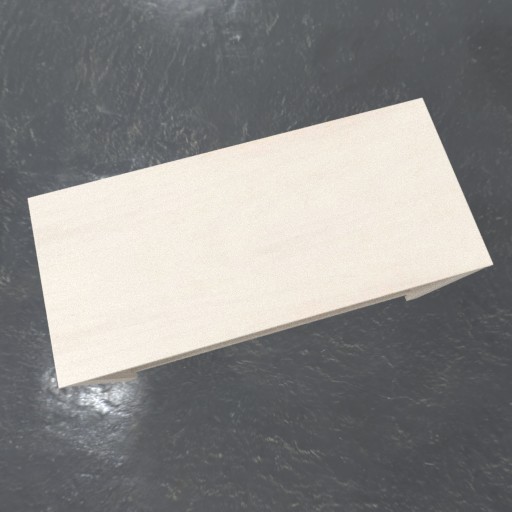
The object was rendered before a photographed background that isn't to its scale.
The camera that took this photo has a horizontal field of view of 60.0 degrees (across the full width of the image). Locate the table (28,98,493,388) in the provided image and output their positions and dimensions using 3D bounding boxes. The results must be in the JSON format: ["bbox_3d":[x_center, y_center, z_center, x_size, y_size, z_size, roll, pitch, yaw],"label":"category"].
[{"bbox_3d":[0.000,0.000,1.282,1.016,0.483,0.457,-15,76,-4],"label":"table"}]
